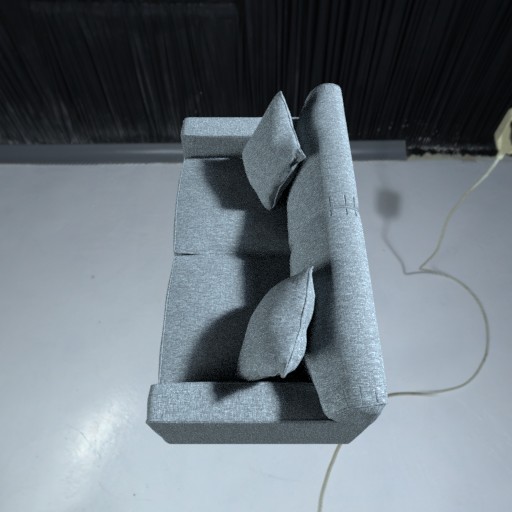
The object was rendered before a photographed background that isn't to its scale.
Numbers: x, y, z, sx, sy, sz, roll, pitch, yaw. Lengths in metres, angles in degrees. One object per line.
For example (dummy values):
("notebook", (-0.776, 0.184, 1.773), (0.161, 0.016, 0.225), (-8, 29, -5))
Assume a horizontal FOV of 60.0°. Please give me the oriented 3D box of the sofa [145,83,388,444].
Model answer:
("sofa", (0.000, 0.000, 2.448), (0.998, 0.958, 1.846), (0, 58, 0))
